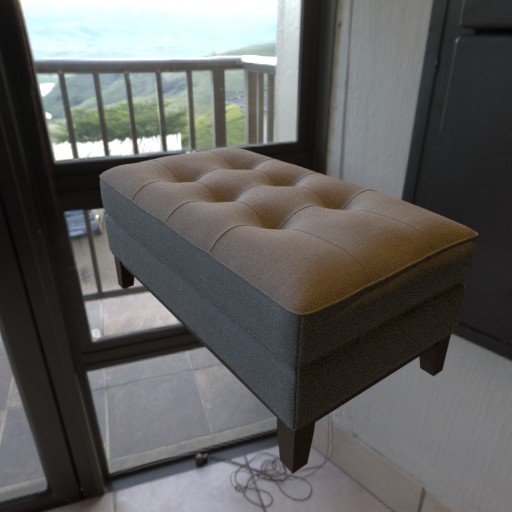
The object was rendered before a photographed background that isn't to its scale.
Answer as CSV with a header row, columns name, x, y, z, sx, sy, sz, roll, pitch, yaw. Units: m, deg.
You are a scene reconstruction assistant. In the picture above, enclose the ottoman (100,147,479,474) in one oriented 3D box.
name,x,y,z,sx,sy,sz,roll,pitch,yaw
ottoman,0.000,0.000,1.464,0.648,0.514,1.143,-18,32,-32
